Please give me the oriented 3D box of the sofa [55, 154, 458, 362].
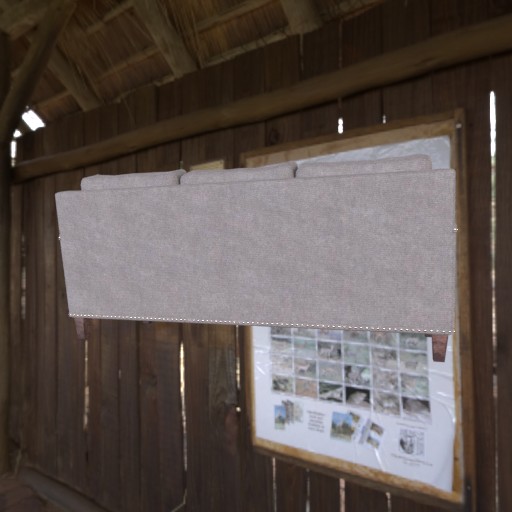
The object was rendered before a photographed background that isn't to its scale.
[{"bbox_3d":[0.000,0.000,2.791,2.226,1.042,1.034,0,-1,18],"label":"sofa"}]
